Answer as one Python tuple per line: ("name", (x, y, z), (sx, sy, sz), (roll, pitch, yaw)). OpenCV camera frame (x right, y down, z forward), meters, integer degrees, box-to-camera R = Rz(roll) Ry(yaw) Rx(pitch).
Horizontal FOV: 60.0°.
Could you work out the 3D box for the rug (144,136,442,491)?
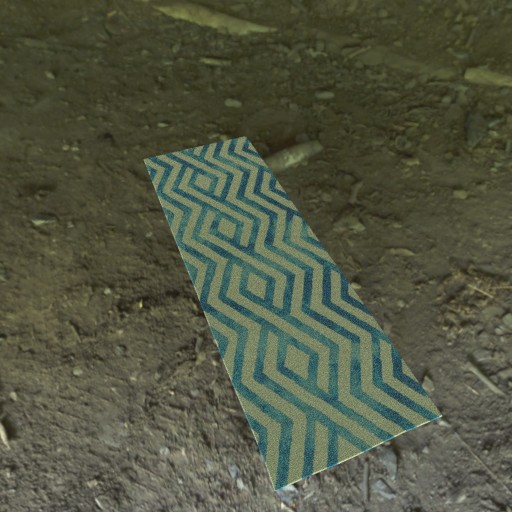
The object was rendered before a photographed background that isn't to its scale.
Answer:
("rug", (0.000, 0.000, 1.619), (0.503, 0.007, 1.492), (-17, 50, -15))
